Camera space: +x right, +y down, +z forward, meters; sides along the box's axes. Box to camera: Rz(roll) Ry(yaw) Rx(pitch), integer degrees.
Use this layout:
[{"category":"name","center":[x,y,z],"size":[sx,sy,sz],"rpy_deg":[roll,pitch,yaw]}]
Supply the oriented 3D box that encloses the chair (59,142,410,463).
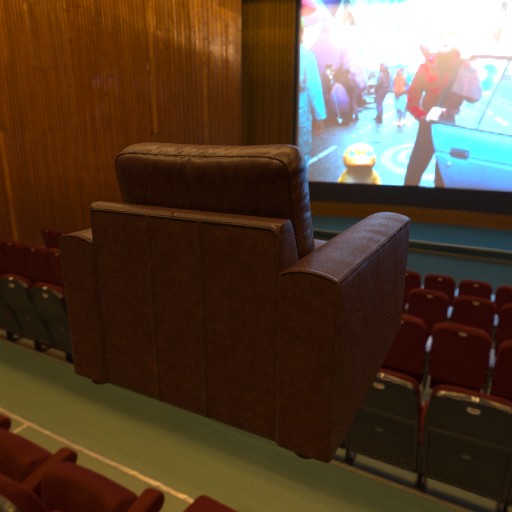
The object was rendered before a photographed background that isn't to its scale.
[{"category":"chair","center":[0.000,0.000,1.745],"size":[1.005,0.873,1.016],"rpy_deg":[8,18,27]}]
